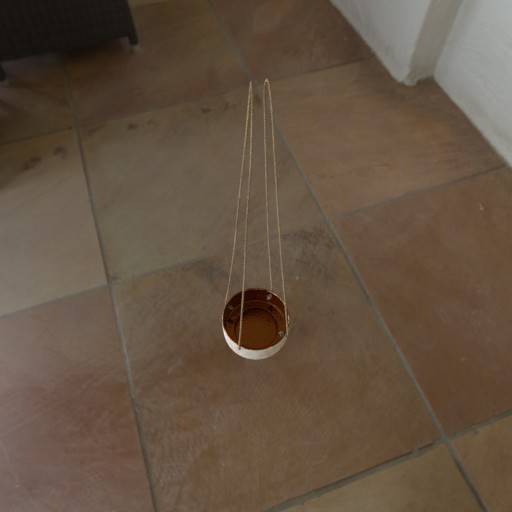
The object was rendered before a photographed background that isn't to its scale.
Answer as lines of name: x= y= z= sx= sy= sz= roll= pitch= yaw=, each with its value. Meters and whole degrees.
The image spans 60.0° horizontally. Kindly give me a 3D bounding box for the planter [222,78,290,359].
planter: x=0.000 y=0.000 z=1.117 sx=0.223 sy=1.030 sz=0.223 roll=-14 pitch=60 yaw=-8
